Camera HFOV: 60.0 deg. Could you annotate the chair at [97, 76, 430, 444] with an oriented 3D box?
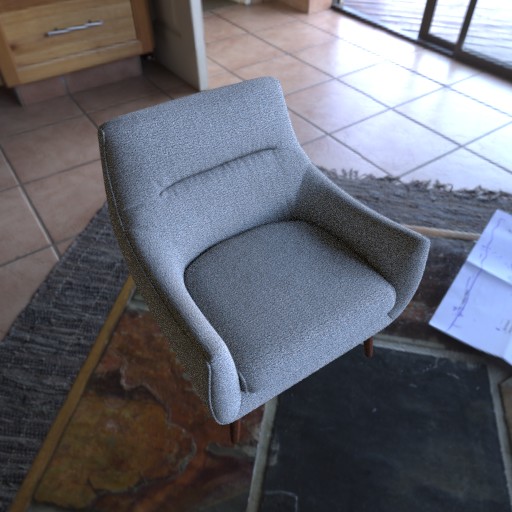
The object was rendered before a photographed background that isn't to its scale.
[{"bbox_3d":[0.000,0.000,1.458,0.762,0.838,0.787,-25,50,-23],"label":"chair"}]
